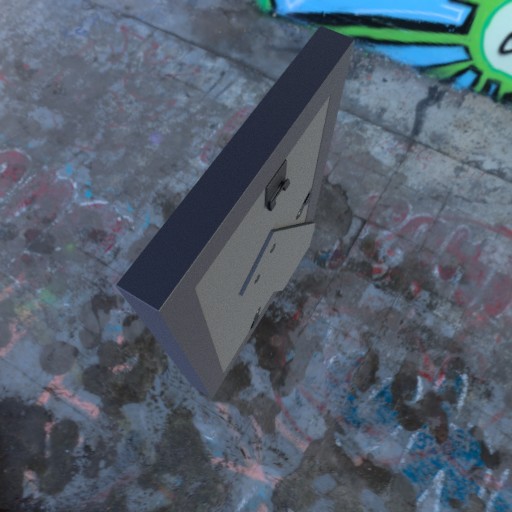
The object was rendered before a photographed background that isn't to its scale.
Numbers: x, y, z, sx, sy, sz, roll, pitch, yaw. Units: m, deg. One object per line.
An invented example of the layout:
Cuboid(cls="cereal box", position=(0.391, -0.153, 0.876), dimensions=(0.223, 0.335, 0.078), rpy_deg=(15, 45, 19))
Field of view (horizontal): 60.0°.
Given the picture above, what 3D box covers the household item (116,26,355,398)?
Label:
Cuboid(cls="household item", position=(0.000, 0.000, 0.234), dimensions=(0.022, 0.178, 0.133), rpy_deg=(28, 68, 13))
